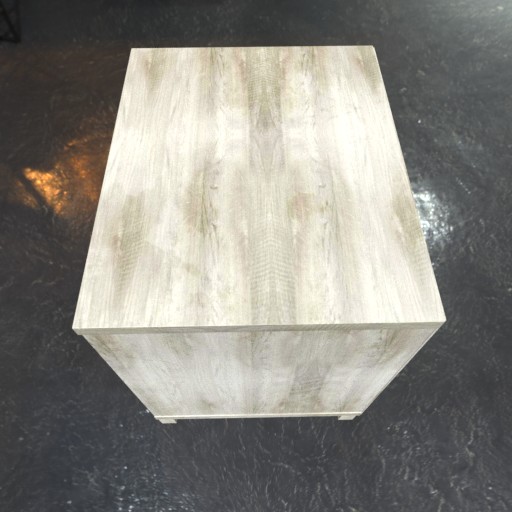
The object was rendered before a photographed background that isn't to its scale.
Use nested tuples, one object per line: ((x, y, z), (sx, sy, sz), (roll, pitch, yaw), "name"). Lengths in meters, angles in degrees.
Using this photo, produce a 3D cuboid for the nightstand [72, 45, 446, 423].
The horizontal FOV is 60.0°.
((0.000, 0.000, 0.711), (0.347, 0.448, 0.427), (-1, 58, -1), "nightstand")
